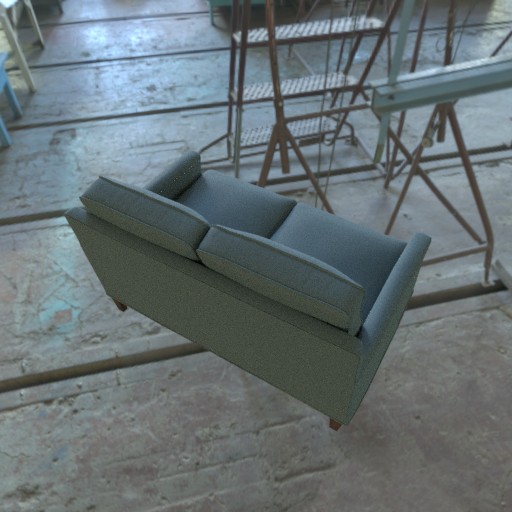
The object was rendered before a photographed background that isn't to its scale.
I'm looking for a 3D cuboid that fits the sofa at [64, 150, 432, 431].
[{"bbox_3d":[0.000,0.000,2.394,1.597,1.003,1.084,24,50,21],"label":"sofa"}]
